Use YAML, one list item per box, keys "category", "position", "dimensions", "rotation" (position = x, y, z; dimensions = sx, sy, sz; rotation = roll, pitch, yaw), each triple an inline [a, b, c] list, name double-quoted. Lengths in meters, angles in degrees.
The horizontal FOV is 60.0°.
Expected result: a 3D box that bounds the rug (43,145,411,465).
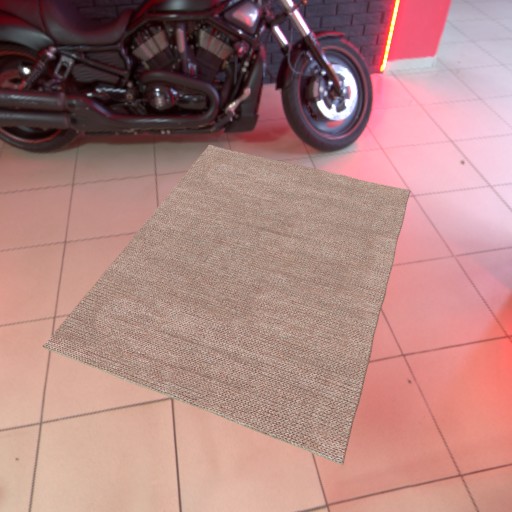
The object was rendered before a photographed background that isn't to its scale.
- category: "rug"
  position: [0.000, 0.000, 4.150]
  dimensions: [2.429, 0.030, 3.052]
  rotation: [16, 49, 14]
